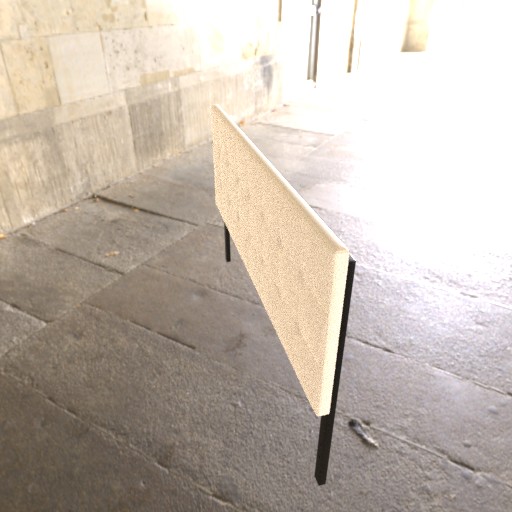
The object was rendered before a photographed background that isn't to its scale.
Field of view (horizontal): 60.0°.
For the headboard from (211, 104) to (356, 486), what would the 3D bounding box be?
[{"bbox_3d":[0.000,0.000,2.851,0.120,1.410,2.362,-8,32,-13],"label":"headboard"}]
